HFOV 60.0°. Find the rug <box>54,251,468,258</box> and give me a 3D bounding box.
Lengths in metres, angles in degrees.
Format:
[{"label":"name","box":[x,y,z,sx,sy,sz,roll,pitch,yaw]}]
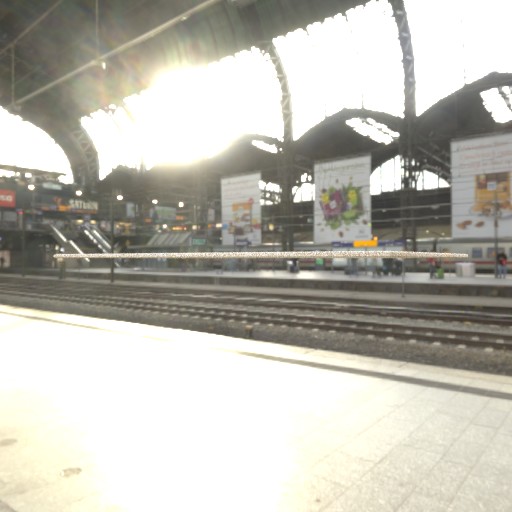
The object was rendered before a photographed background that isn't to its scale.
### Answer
[{"label":"rug","box":[0.000,0.000,3.474,2.743,0.030,1.778,0,0,36]}]
